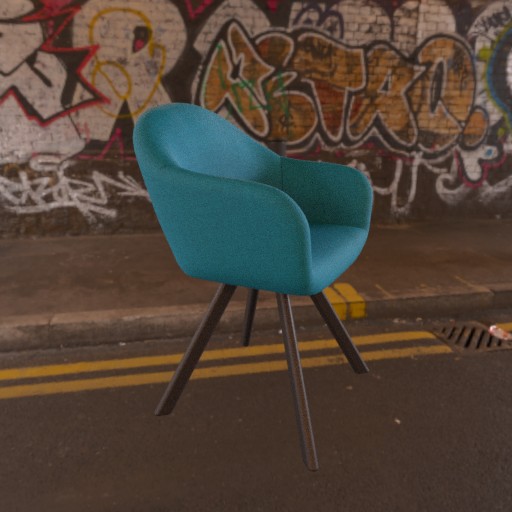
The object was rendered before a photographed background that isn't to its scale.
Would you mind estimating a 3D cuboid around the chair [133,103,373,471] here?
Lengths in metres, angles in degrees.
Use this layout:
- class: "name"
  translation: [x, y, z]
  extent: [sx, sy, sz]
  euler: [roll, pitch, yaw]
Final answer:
- class: "chair"
  translation: [0.000, 0.000, 1.196]
  extent: [0.550, 0.795, 0.590]
  euler: [8, 17, 26]
